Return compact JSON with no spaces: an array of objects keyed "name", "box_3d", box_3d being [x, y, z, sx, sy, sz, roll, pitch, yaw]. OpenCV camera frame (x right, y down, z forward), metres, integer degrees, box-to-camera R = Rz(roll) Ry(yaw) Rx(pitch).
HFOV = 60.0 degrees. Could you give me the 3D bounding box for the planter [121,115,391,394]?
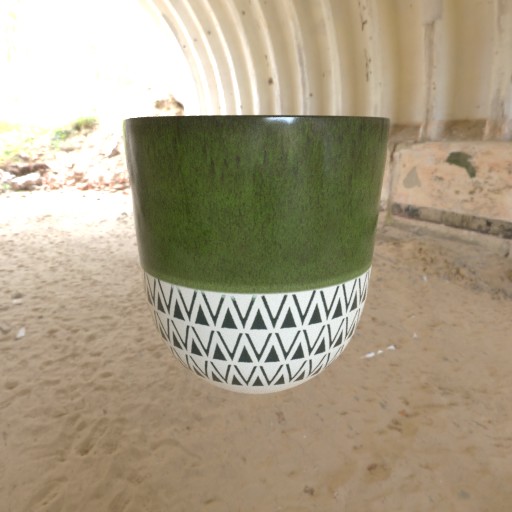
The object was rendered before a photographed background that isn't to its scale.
[{"name":"planter","box_3d":[0.000,0.000,0.457,0.245,0.270,0.245,0,16,0]}]
